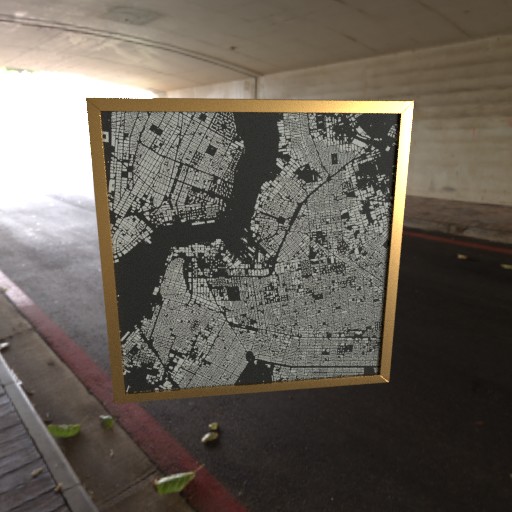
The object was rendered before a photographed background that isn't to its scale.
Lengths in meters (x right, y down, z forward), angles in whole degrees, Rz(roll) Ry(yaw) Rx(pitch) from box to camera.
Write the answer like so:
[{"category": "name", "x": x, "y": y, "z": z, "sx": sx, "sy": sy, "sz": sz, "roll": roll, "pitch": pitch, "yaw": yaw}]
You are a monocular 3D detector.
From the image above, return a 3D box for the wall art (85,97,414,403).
[{"category": "wall art", "x": 0.000, "y": 0.000, "z": 0.458, "sx": 0.305, "sy": 0.305, "sz": 0.023, "roll": -2, "pitch": 15, "yaw": -8}]
